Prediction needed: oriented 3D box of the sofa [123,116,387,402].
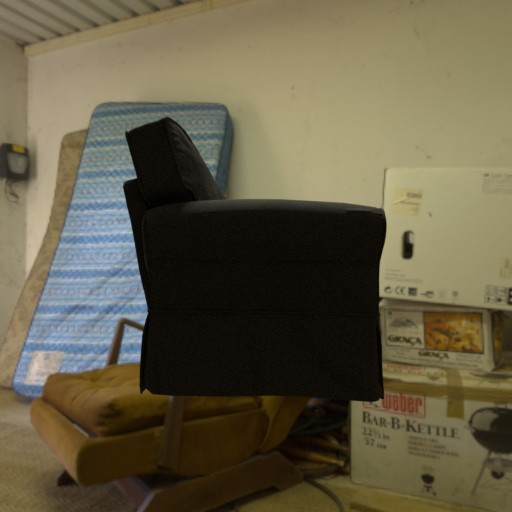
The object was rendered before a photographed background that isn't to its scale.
[{"bbox_3d":[0.000,0.000,2.418,0.997,1.059,1.801,0,0,1],"label":"sofa"}]
